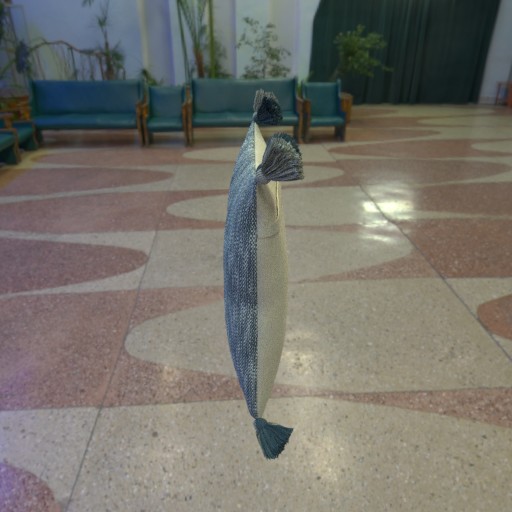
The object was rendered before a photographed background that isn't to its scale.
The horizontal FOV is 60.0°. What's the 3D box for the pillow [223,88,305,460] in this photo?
[{"bbox_3d":[0.000,0.000,0.963,0.138,0.634,0.614,0,27,0],"label":"pillow"}]
